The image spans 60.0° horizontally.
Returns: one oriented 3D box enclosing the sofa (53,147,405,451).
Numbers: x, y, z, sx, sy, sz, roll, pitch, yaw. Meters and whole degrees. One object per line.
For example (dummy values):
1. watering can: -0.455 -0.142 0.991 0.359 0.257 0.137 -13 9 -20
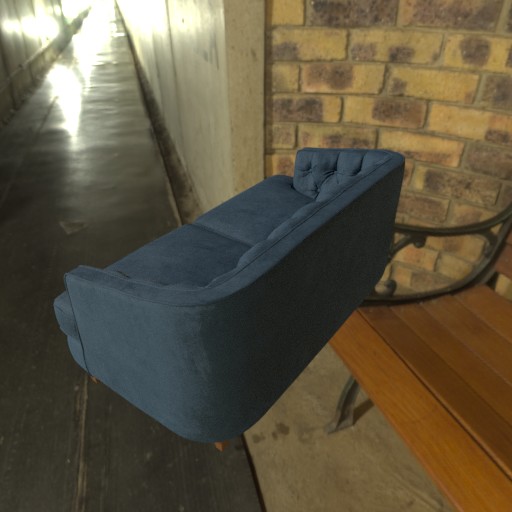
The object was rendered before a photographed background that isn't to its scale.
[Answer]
1. sofa: 0.000 0.000 2.237 0.941 0.854 1.733 22 39 30
